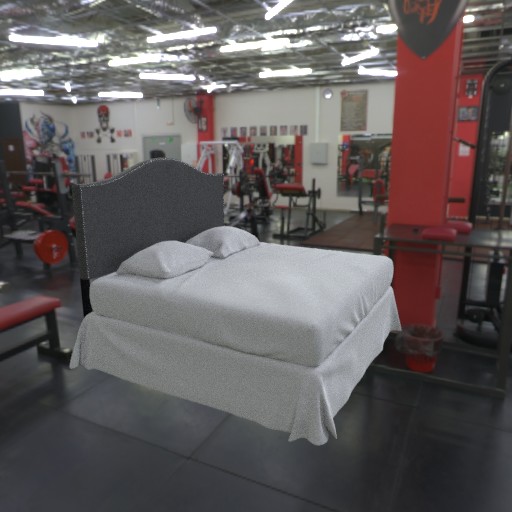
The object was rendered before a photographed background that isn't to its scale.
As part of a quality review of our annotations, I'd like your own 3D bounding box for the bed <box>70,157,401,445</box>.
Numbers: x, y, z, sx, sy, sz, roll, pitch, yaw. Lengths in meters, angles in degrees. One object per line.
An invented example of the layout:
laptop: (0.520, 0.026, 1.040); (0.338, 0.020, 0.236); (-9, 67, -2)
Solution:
bed: (0.000, 0.000, 3.847); (2.219, 1.651, 2.314); (7, 15, 28)
